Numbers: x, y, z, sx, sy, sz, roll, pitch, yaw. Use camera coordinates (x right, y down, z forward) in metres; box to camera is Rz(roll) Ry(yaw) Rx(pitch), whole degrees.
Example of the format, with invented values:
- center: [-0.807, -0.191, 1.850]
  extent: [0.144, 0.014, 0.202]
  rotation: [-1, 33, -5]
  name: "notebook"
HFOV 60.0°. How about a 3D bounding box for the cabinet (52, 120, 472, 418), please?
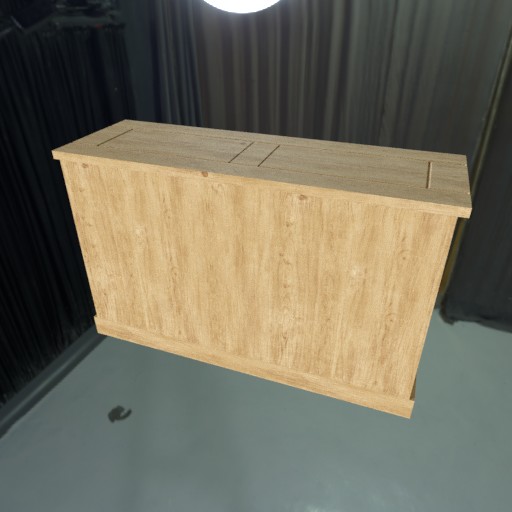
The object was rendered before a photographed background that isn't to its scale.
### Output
- center: [0.000, 0.000, 1.699]
  extent: [1.321, 0.810, 0.432]
  rotation: [11, 33, 17]
  name: "cabinet"
